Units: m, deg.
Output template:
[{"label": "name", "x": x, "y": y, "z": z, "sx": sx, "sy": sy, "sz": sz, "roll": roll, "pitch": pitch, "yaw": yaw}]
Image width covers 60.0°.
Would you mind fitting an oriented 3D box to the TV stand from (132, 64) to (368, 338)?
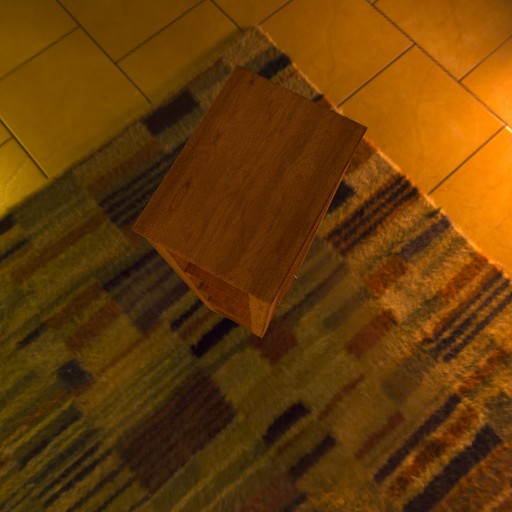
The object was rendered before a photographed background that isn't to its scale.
[{"label": "TV stand", "x": 0.000, "y": 0.000, "z": 2.083, "sx": 0.435, "sy": 1.828, "sz": 0.565, "roll": 28, "pitch": 78, "yaw": 6}]
